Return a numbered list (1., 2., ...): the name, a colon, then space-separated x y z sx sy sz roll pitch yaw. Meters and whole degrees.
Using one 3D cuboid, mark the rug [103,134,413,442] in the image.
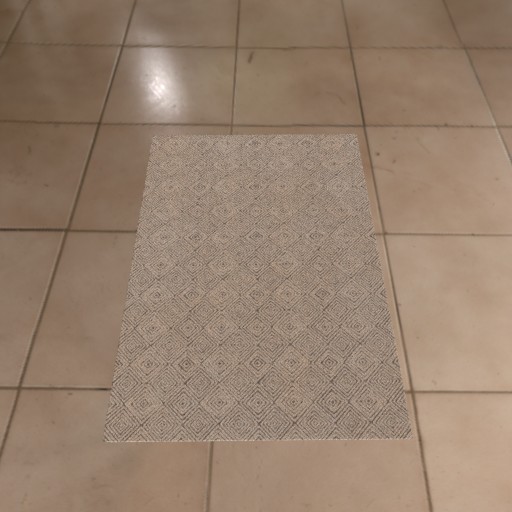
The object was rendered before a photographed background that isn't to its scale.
1. rug: 0.000 0.000 2.872 1.593 0.008 2.238 0 58 0
